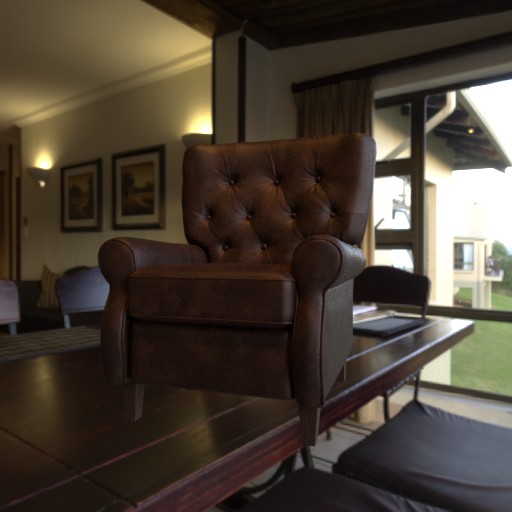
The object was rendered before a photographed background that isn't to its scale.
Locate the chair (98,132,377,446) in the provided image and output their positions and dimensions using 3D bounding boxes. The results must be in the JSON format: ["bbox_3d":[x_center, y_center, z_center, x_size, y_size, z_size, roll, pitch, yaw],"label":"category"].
[{"bbox_3d":[0.000,0.000,1.870,0.948,1.158,1.058,0,1,18],"label":"chair"}]
